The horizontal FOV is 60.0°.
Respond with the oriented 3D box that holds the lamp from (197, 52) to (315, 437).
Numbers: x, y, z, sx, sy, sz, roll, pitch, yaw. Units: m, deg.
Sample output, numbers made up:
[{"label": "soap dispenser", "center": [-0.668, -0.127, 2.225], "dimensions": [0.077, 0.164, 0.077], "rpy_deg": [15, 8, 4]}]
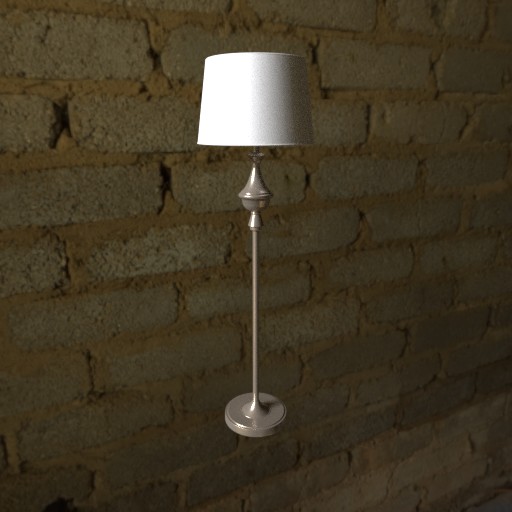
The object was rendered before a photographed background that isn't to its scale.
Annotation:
[{"label": "lamp", "center": [0.000, 0.000, 1.761], "dimensions": [0.431, 1.488, 0.431], "rpy_deg": [0, 16, 0]}]
